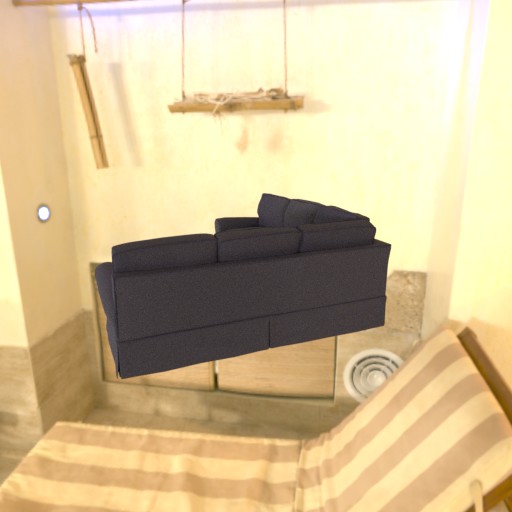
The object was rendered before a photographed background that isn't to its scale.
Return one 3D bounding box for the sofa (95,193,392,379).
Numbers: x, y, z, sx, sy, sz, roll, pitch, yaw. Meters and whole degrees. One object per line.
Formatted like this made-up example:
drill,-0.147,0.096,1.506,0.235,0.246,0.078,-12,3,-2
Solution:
sofa,0.000,0.000,5.157,2.874,1.169,3.773,2,16,8
